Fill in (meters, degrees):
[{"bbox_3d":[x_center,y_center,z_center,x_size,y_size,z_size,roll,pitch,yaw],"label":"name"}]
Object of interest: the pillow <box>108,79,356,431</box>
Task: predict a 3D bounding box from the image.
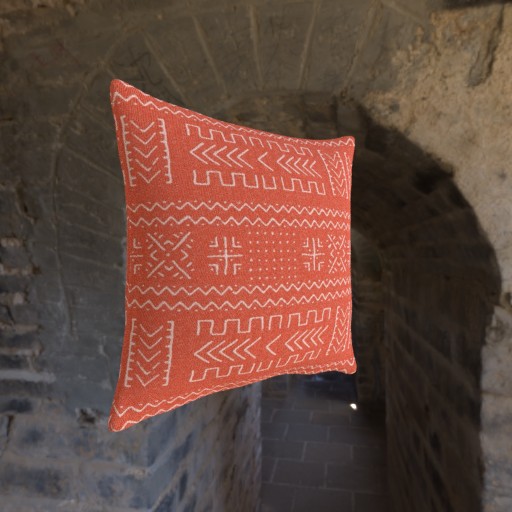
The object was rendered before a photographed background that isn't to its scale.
[{"bbox_3d":[0.000,0.000,0.663,0.438,0.429,0.164,0,0,-36],"label":"pillow"}]
